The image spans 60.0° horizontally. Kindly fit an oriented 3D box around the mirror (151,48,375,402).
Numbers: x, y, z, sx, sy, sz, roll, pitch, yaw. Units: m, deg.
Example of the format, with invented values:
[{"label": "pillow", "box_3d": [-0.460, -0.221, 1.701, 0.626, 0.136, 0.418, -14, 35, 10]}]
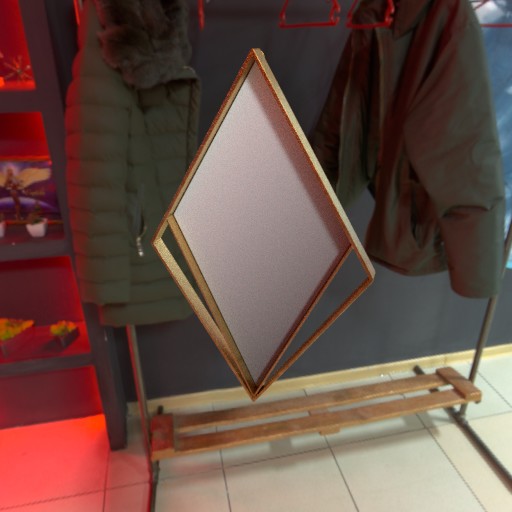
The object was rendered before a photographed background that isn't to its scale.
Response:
[{"label": "mirror", "box_3d": [0.000, 0.000, 0.800, 0.419, 0.679, 0.032, 9, 28, 18]}]
